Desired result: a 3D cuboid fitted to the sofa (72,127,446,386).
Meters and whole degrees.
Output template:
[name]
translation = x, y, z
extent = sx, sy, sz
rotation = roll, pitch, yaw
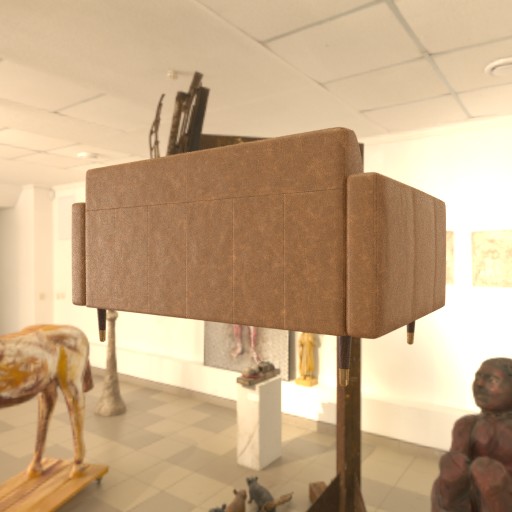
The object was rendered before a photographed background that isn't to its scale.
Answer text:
[sofa]
translation = 0.000, 0.000, 2.100
extent = 1.549, 0.820, 0.960
rotation = 0, 1, 34
